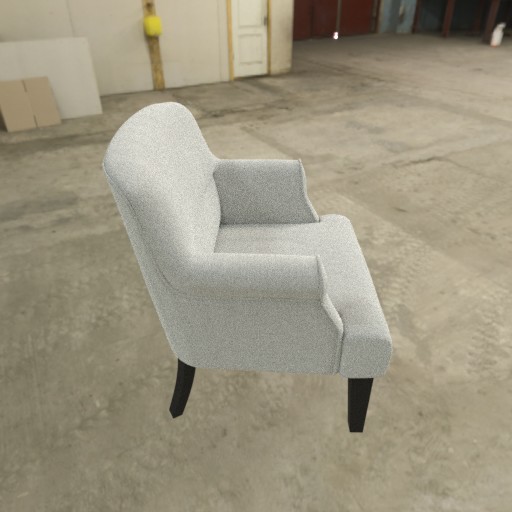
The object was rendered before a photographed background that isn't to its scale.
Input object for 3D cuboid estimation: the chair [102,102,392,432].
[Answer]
[{"bbox_3d":[0.000,0.000,1.448,0.750,0.875,0.781,0,32,1],"label":"chair"}]
